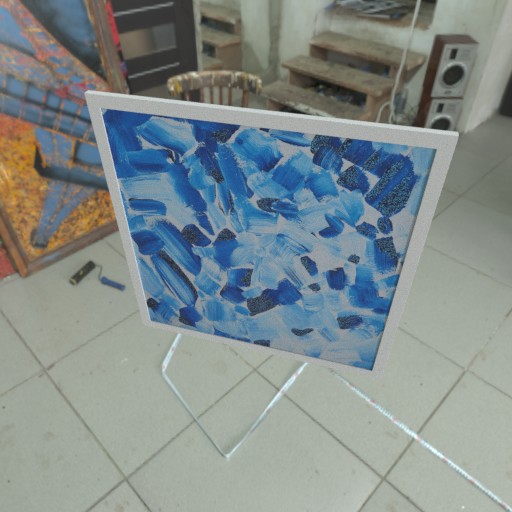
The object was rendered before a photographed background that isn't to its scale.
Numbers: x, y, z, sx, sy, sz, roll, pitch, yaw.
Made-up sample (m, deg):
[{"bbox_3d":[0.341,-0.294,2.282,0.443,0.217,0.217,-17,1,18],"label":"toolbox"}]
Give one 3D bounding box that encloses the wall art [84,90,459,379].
[{"bbox_3d":[0.000,0.000,0.979,0.660,0.660,0.015,10,42,12],"label":"wall art"}]
